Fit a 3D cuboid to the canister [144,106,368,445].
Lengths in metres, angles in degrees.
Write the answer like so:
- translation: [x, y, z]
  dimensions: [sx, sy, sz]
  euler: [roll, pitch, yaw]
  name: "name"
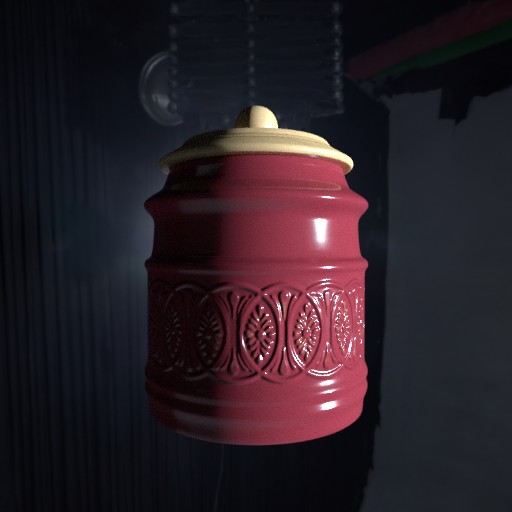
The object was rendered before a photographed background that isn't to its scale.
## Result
- translation: [0.000, 0.000, 0.264]
  dimensions: [0.130, 0.176, 0.130]
  euler: [0, 1, 0]
  name: "canister"
